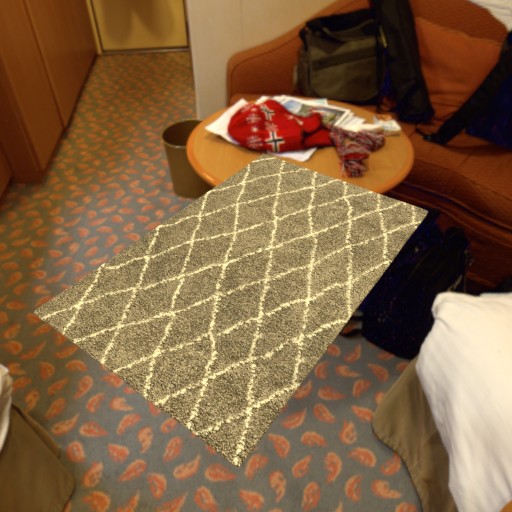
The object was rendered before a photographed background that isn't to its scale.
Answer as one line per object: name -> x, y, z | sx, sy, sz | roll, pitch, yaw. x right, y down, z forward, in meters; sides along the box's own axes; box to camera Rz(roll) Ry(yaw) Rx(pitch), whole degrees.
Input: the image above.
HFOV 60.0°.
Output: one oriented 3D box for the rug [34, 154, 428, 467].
rug -> 0.000, 0.000, 3.470 | 1.778, 0.030, 2.743 | 26, 47, 26
